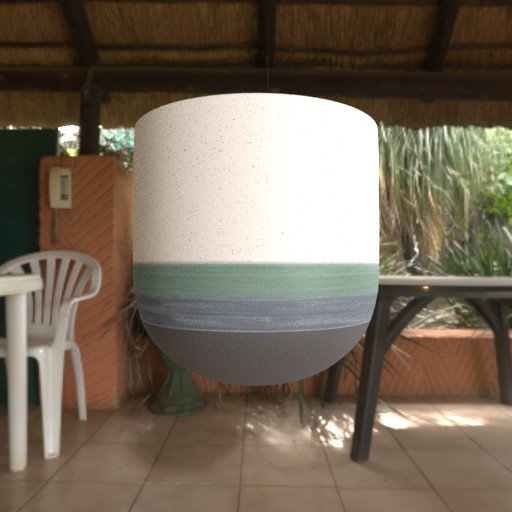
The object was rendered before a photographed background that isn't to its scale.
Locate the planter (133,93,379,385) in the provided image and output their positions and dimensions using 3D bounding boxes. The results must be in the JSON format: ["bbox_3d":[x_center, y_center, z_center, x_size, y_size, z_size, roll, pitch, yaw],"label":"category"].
[{"bbox_3d":[0.000,0.000,0.501,0.268,0.270,0.268,0,-1,0],"label":"planter"}]
